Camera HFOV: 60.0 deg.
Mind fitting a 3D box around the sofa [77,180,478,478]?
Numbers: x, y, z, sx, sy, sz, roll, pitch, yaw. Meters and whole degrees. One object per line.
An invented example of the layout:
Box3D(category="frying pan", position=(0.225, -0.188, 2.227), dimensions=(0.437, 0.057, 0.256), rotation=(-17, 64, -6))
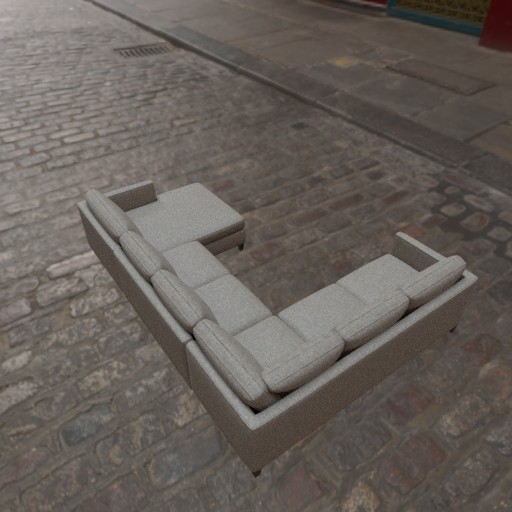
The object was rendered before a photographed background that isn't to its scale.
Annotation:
Box3D(category="sofa", position=(0.000, 0.000, 4.605), dimensions=(2.551, 0.889, 3.403), rotation=(-25, 45, -27))
